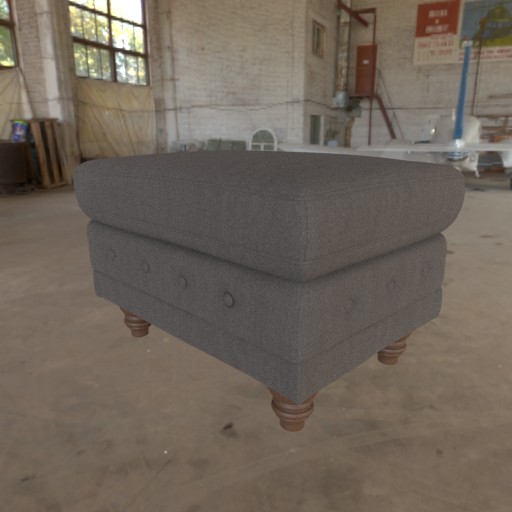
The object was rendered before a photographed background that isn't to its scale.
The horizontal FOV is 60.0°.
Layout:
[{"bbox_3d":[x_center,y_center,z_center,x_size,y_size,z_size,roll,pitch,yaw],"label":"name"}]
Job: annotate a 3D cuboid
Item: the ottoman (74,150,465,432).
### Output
[{"bbox_3d":[0.000,0.000,1.096,0.569,0.500,0.771,-15,21,-42],"label":"ottoman"}]
